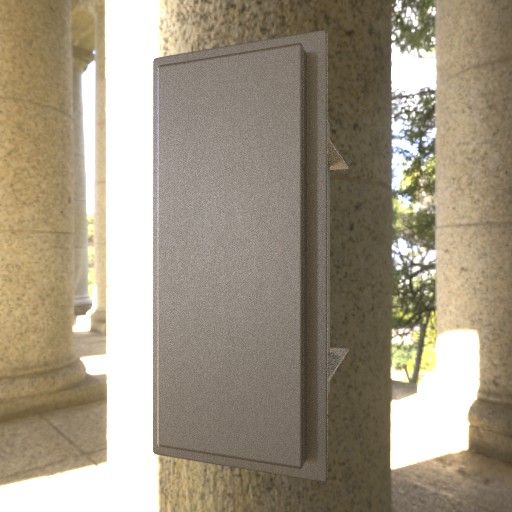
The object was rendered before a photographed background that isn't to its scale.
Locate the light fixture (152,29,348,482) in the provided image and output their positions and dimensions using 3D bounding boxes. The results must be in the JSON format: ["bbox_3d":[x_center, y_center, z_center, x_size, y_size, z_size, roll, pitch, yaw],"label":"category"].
[{"bbox_3d":[0.000,0.000,0.457,0.168,0.380,0.160,0,0,19],"label":"light fixture"}]
